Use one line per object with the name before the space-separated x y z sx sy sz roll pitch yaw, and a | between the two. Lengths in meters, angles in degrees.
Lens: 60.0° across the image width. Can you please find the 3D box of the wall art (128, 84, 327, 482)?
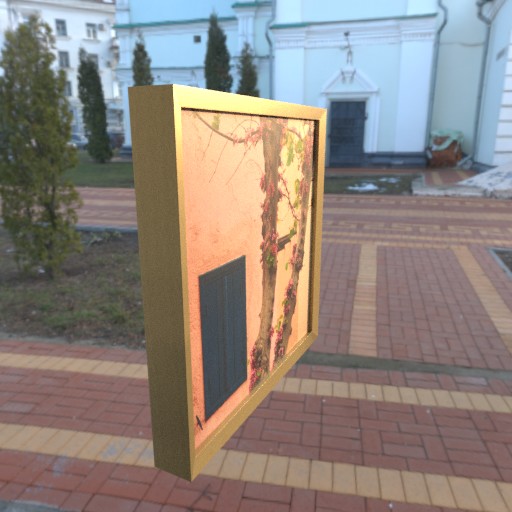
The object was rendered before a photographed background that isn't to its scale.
wall art | 0.000 0.000 0.461 0.038 0.305 0.304 8 17 26
